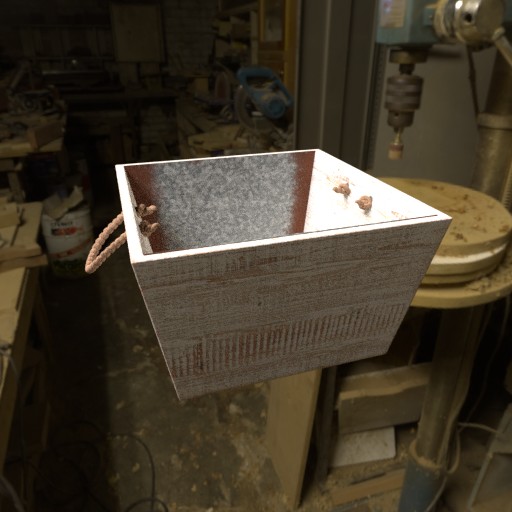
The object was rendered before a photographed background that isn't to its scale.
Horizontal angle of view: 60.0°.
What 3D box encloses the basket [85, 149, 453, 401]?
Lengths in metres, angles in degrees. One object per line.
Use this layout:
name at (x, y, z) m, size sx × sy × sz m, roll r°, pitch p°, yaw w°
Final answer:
basket at (0.000, 0.000, 0.758) m, size 0.545 × 0.247 × 0.413 m, roll -8°, pitch 28°, yaw -16°
